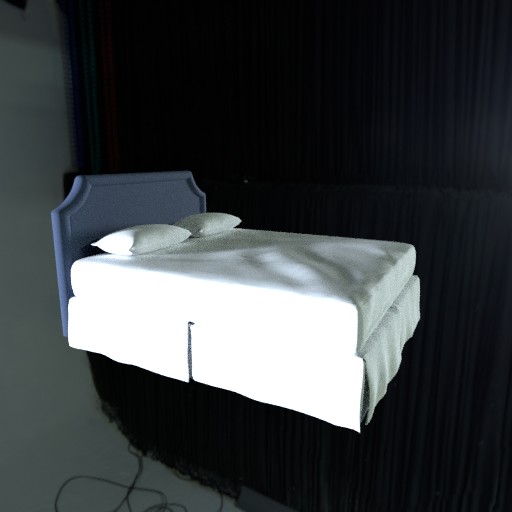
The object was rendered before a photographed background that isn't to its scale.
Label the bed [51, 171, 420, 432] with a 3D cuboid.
[{"bbox_3d":[0.000,0.000,4.152,2.773,1.488,2.350,7,14,27],"label":"bed"}]
